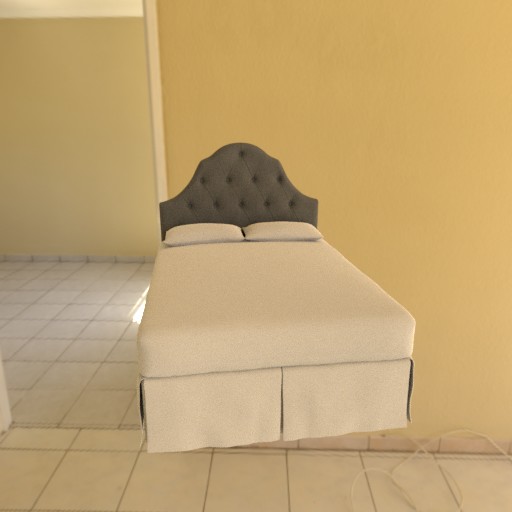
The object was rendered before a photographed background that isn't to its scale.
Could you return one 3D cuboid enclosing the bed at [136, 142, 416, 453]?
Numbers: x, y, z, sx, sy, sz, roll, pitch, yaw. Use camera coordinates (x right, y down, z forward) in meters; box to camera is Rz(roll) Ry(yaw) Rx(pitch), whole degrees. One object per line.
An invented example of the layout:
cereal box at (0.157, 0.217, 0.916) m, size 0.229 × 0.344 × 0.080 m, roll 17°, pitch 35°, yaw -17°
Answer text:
bed at (0.000, 0.000, 3.314) m, size 1.636 × 1.575 × 2.155 m, roll -2°, pitch 16°, yaw -8°
